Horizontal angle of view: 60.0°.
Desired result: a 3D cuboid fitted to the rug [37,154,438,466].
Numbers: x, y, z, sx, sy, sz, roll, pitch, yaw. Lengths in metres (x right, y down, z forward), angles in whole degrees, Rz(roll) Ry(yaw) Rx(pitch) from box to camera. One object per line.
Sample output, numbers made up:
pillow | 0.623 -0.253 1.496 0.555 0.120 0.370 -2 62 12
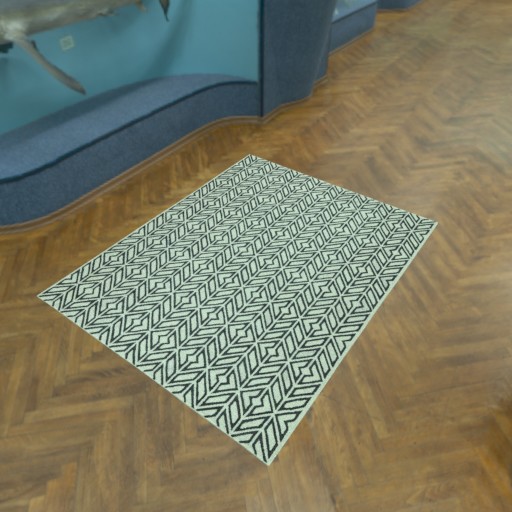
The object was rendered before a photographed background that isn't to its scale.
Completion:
rug | 0.000 0.000 4.173 2.421 0.008 3.045 26 48 26
